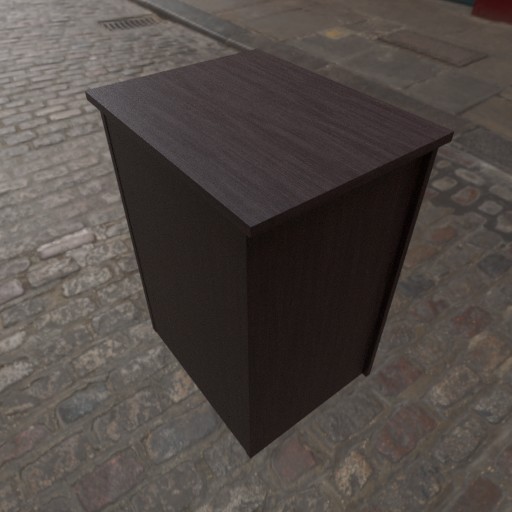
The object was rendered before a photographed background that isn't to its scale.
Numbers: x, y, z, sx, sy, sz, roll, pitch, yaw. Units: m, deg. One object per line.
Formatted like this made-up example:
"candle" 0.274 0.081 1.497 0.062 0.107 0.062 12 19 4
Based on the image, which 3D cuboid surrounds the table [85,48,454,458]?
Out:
"table" 0.000 0.000 0.923 0.381 0.635 0.480 -27 49 -27
